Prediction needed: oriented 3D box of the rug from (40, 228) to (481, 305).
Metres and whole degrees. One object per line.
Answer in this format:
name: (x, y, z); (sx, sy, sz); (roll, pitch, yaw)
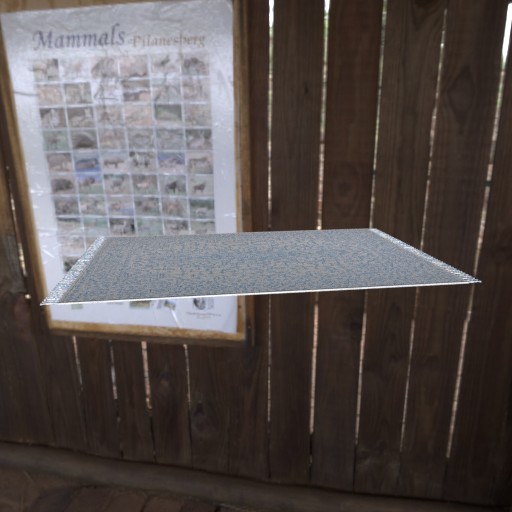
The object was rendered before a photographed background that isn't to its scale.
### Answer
rug: (0.000, 0.000, 3.140); (2.438, 0.010, 1.524); (-2, 16, -8)
